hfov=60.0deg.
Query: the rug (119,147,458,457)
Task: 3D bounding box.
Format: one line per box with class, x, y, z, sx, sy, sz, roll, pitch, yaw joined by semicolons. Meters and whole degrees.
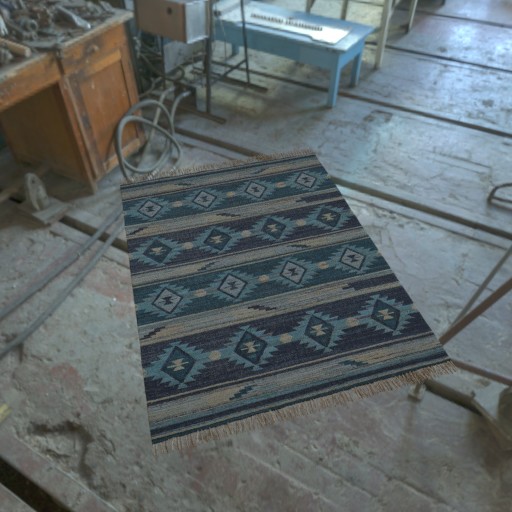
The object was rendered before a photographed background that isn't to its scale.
rug;0.000;0.000;4.353;2.418;0.047;3.307;-12;48;-11
